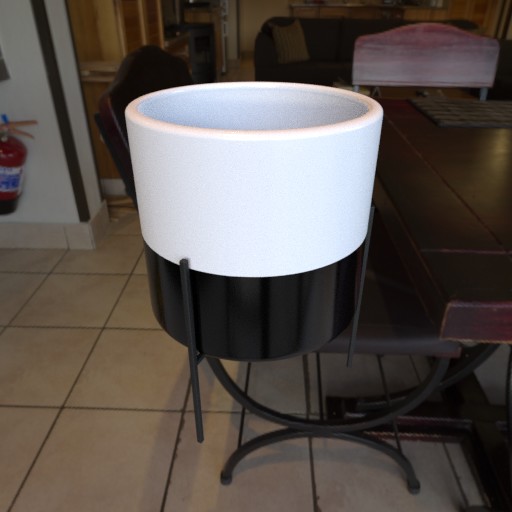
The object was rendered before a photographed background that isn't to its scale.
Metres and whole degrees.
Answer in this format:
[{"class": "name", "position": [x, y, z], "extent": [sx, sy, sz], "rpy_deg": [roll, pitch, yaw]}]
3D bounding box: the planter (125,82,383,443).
[{"class": "planter", "position": [0.000, 0.000, 0.639], "extent": [0.310, 0.432, 0.310], "rpy_deg": [-9, 31, -14]}]
